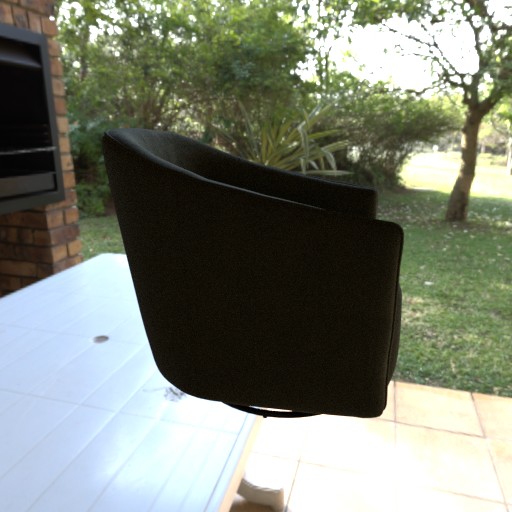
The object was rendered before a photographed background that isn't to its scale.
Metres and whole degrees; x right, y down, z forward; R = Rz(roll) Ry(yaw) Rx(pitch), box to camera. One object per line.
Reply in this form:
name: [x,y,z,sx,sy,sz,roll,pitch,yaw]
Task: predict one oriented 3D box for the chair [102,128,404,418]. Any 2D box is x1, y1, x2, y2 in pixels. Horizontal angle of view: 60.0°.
chair: [0.000,0.000,1.437,0.875,0.799,0.747,3,16,10]
